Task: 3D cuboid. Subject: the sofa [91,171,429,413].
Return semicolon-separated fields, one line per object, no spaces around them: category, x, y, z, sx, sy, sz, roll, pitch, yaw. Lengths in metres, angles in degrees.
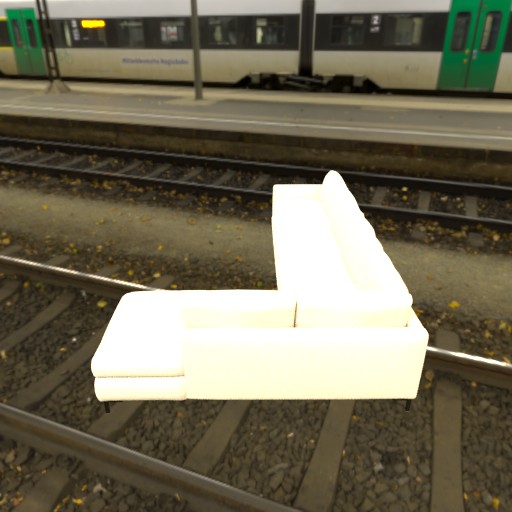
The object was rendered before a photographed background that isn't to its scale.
sofa;0.000;0.000;3.935;2.007;0.815;2.949;0;26;0
